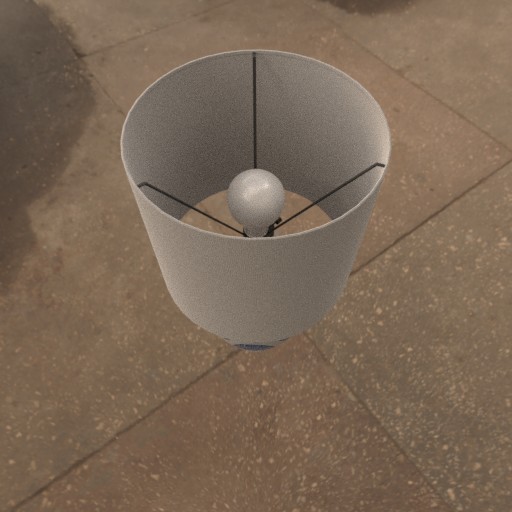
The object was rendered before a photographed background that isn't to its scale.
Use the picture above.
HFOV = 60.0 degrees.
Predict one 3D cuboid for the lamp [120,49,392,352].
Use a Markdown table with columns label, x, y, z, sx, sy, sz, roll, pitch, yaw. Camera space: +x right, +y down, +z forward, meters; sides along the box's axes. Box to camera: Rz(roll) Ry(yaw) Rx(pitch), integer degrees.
| label | x | y | z | sx | sy | sz | roll | pitch | yaw |
| --- | --- | --- | --- | --- | --- | --- | --- | --- | --- |
| lamp | 0.000 | 0.000 | 0.516 | 0.215 | 0.381 | 0.215 | -30 | 62 | -17 |
